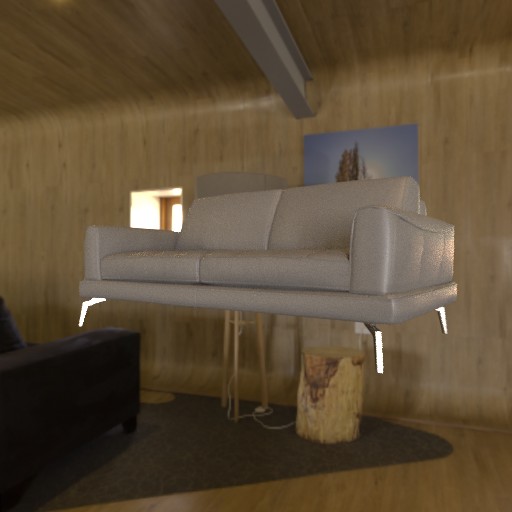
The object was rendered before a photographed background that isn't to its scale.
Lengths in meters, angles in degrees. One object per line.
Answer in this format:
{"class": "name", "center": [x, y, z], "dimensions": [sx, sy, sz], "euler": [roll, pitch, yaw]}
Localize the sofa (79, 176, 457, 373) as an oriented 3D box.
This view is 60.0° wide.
{"class": "sofa", "center": [0.000, 0.000, 2.763], "dimensions": [2.177, 0.930, 1.121], "euler": [0, 0, 36]}
